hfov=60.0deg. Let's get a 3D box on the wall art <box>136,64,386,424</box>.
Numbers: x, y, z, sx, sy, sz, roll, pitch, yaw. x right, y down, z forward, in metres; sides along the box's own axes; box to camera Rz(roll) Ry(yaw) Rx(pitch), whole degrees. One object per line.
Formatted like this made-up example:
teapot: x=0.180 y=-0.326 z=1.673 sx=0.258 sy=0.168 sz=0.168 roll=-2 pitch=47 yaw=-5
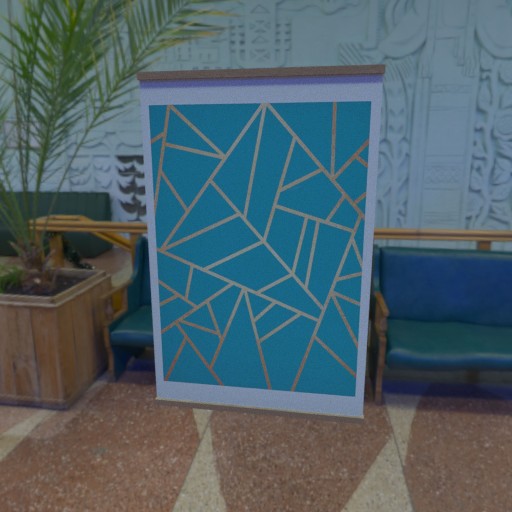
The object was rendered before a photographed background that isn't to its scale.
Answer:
wall art: x=0.000 y=0.000 z=1.926 sx=0.990 sy=1.519 sz=0.030 roll=2 pitch=13 yaw=9
